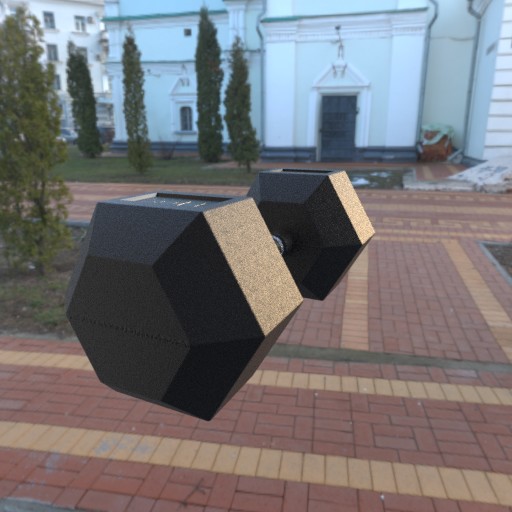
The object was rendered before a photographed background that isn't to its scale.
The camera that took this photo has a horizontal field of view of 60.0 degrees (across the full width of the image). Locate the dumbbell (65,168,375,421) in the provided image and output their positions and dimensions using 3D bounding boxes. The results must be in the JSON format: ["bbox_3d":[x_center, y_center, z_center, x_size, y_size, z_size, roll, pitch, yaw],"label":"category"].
[{"bbox_3d":[0.000,0.000,0.450,0.173,0.150,0.384,8,17,25],"label":"dumbbell"}]
